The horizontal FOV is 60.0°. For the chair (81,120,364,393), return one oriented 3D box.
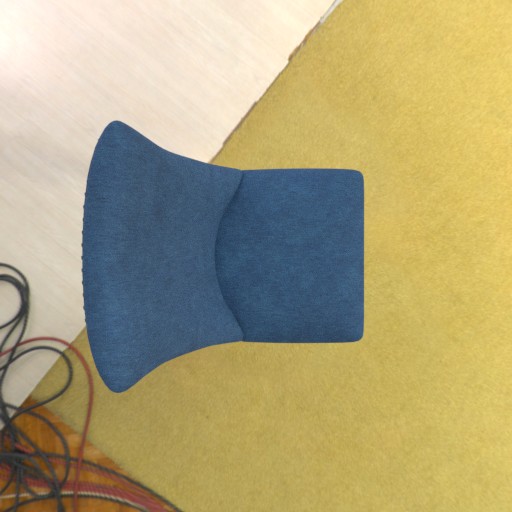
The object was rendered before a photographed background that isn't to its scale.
[{"bbox_3d":[0.000,0.000,1.205,0.610,0.902,0.495,0,90,0],"label":"chair"}]
